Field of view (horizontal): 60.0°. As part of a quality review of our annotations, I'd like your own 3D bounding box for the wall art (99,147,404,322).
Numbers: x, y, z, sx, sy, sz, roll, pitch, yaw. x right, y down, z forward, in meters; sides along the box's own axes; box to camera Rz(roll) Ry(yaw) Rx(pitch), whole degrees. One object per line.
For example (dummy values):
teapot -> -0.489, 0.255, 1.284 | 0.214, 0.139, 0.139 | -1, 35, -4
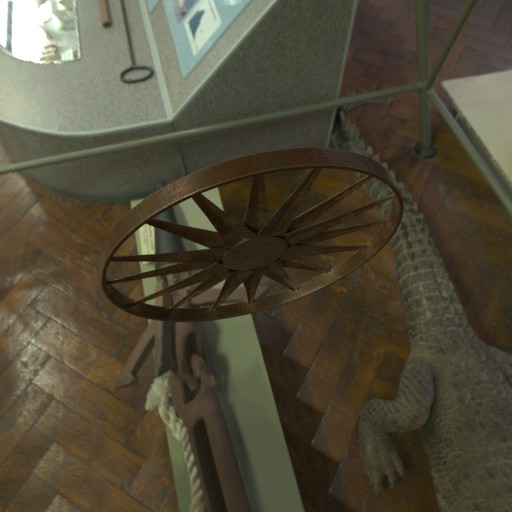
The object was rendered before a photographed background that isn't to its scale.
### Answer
wall art -> 0.000, 0.000, 0.869 | 0.582, 0.583, 0.084 | -13, 60, -8
